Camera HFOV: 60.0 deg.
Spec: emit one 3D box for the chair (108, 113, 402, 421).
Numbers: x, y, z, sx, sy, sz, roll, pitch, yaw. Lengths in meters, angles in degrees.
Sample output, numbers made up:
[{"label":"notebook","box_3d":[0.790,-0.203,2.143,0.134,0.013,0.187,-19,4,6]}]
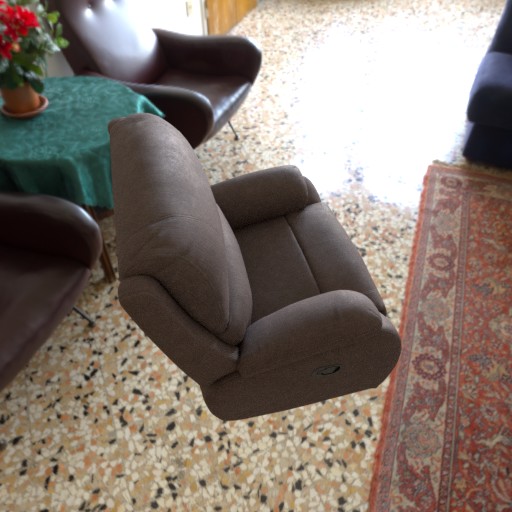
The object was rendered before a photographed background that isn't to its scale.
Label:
[{"label":"chair","box_3d":[0.000,0.000,1.697,0.899,1.011,0.930,-11,47,-10]}]
